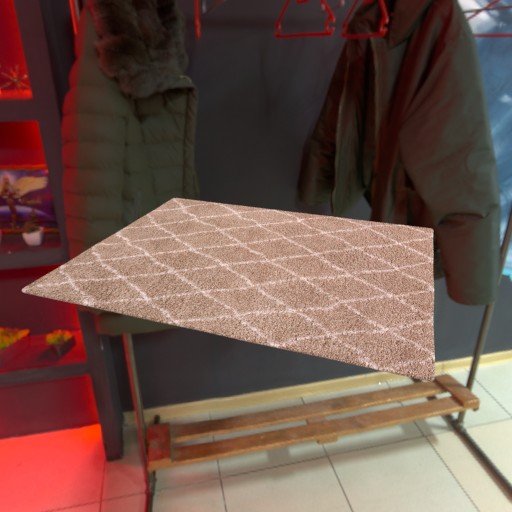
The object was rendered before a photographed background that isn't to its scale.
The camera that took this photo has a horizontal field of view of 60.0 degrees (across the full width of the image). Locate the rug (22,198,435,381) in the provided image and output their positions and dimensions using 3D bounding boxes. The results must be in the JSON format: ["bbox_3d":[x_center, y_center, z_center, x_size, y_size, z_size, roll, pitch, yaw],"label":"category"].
[{"bbox_3d":[0.000,0.000,4.036,3.047,0.029,2.438,9,27,18],"label":"rug"}]
